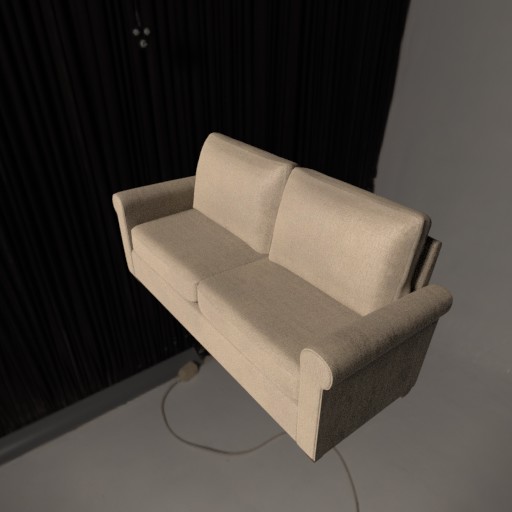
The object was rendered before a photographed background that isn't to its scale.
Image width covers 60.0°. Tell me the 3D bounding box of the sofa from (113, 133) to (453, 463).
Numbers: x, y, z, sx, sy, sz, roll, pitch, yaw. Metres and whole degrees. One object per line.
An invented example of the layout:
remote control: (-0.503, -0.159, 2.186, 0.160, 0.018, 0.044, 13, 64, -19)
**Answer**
sofa: (0.000, 0.000, 2.446, 0.842, 0.942, 1.935, -21, 37, -32)
